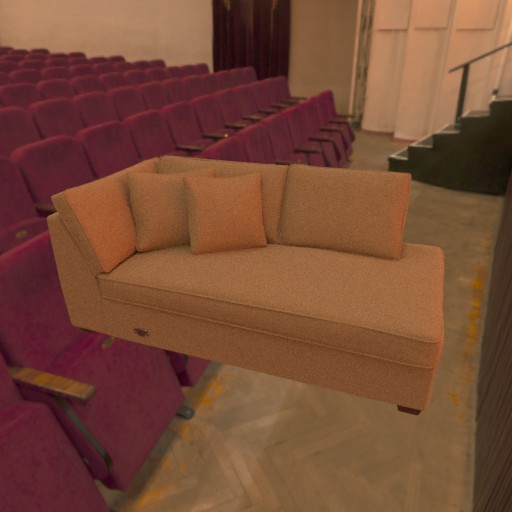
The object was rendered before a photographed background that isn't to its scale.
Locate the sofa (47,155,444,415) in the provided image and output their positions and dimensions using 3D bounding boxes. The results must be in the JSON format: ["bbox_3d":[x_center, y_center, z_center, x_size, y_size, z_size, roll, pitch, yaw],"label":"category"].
[{"bbox_3d":[0.000,0.000,2.796,2.237,1.033,1.110,9,28,18],"label":"sofa"}]
